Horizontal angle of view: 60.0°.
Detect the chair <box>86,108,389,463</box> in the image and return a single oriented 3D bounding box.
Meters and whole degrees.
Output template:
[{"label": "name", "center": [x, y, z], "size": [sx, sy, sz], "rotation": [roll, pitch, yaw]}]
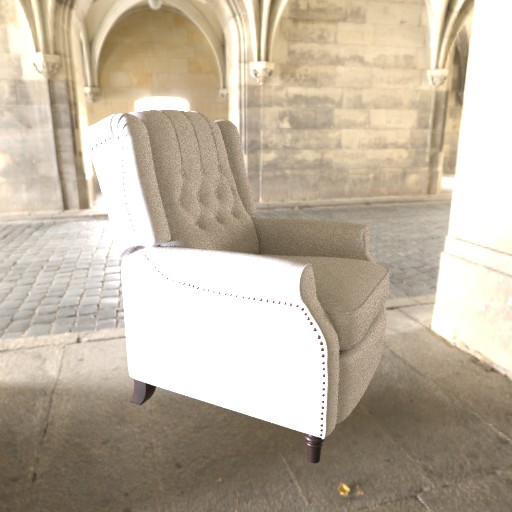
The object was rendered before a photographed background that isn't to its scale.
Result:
[{"label": "chair", "center": [0.000, 0.000, 1.610], "size": [0.902, 1.035, 0.742], "rotation": [8, 17, 26]}]
